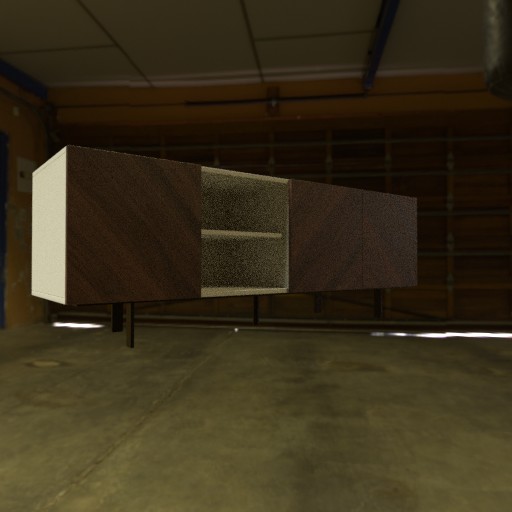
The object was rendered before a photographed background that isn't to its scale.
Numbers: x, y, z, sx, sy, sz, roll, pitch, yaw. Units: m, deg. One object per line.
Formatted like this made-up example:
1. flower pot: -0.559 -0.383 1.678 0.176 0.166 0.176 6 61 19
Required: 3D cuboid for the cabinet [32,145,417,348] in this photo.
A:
1. cabinet: 0.000 0.000 1.720 1.499 0.533 0.431 1 -1 -37
